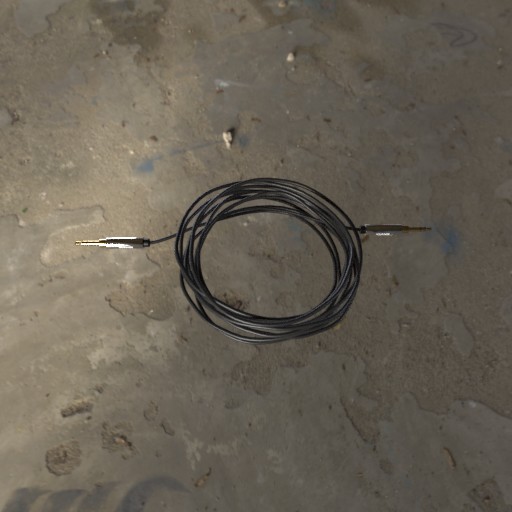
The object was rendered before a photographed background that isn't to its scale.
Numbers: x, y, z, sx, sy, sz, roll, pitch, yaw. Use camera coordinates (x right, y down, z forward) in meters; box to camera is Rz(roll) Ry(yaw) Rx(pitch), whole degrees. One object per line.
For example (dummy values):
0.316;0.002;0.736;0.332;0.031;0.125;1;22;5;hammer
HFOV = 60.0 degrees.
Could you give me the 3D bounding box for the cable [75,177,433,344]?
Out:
0.000;0.000;0.490;0.432;0.069;0.198;-1;58;0;cable
